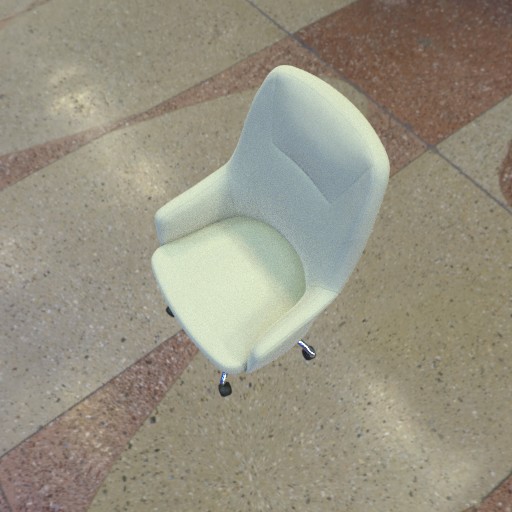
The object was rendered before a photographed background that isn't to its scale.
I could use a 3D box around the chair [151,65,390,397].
[{"bbox_3d":[0.000,0.000,1.458,0.640,1.049,0.620,-32,67,-15],"label":"chair"}]
